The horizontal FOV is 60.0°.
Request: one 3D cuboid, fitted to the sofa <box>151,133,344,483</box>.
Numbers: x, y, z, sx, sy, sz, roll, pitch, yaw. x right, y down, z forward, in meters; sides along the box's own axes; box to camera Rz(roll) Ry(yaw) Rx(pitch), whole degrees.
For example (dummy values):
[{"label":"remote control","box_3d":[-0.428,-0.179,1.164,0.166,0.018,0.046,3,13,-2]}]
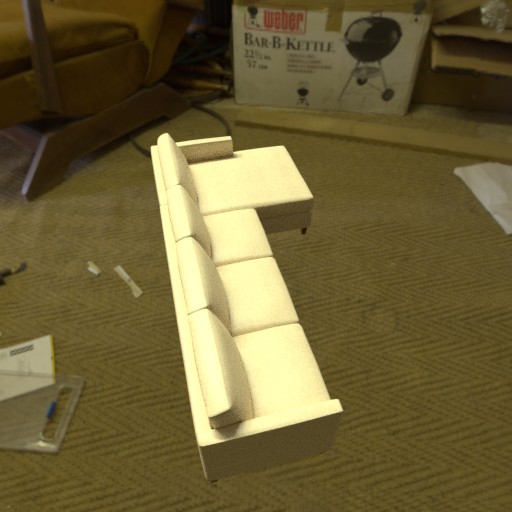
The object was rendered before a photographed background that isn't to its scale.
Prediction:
[{"label":"sofa","box_3d":[0.000,0.000,4.121,1.603,0.954,3.471,-10,46,-10]}]
